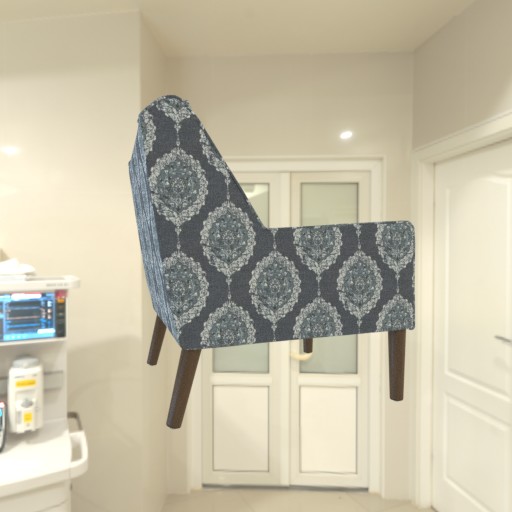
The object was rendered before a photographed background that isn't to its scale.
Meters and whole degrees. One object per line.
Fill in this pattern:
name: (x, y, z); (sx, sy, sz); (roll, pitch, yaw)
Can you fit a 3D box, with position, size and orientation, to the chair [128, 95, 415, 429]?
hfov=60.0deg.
chair: (0.000, 0.000, 1.387); (0.743, 0.792, 0.663); (0, 1, -18)
